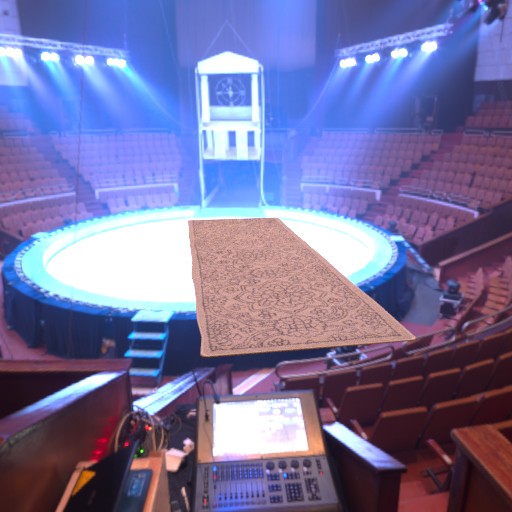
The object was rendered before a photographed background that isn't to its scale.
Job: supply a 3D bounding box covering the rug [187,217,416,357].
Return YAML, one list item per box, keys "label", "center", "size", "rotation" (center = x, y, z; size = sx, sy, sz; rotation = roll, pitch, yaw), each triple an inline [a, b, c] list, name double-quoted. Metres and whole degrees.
- label: "rug"
  center: [0.000, 0.000, 2.711]
  size: [0.806, 0.006, 2.431]
  rotation: [-3, 16, -9]
